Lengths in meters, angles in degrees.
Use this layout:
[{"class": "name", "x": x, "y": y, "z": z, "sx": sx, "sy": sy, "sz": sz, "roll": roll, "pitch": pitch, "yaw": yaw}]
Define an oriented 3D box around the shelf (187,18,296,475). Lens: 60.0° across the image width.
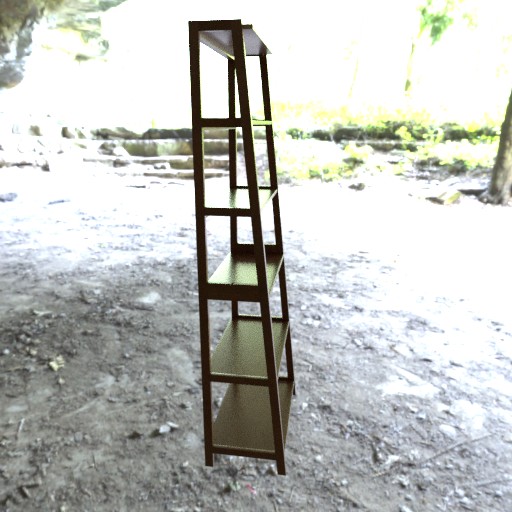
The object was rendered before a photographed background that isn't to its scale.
[{"class": "shelf", "x": 0.000, "y": 0.000, "z": 2.100, "sx": 0.382, "sy": 1.892, "sz": 0.660, "roll": 3, "pitch": 17, "yaw": 9}]
